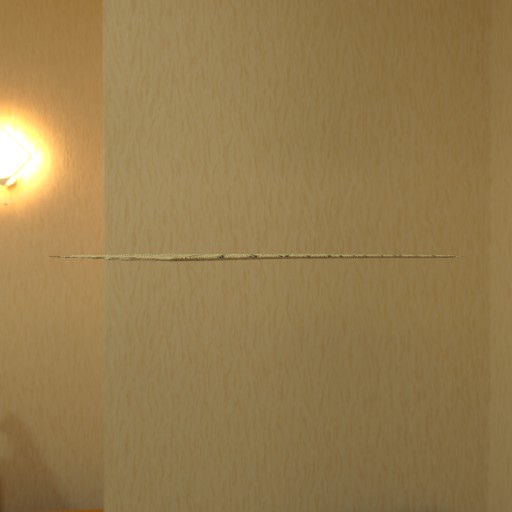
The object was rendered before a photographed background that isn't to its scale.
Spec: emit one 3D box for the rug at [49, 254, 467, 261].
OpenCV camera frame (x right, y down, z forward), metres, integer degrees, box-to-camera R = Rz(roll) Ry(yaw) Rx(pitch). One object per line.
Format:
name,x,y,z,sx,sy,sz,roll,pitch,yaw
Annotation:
rug,0.000,0.000,4.209,3.213,0.030,2.388,0,1,-35
